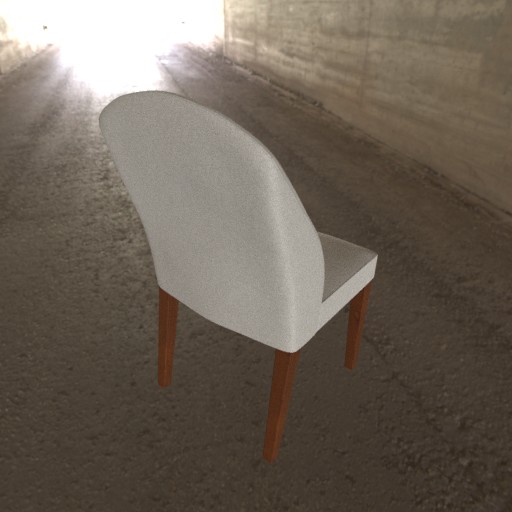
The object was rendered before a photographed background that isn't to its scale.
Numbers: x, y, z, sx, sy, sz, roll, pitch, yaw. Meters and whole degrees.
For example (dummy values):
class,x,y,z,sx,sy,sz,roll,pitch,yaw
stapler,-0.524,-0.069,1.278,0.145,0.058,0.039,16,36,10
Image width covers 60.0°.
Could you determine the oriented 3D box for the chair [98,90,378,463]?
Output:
class,x,y,z,sx,sy,sz,roll,pitch,yaw
chair,0.000,0.000,1.174,0.472,0.893,0.540,21,36,33
